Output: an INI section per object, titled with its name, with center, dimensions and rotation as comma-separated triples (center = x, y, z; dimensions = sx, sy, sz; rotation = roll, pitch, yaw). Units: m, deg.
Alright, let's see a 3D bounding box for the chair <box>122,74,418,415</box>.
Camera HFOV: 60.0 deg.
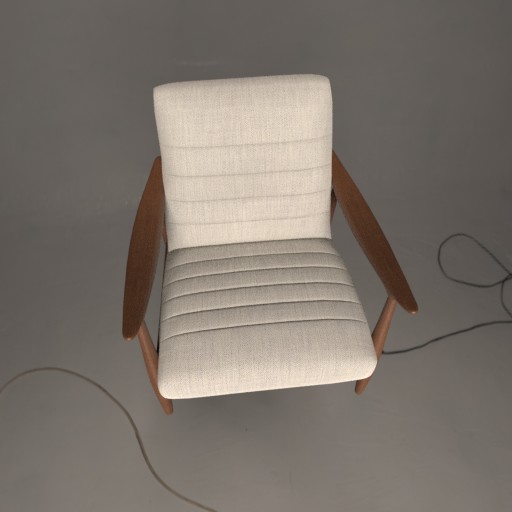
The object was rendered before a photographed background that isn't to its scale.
[chair]
center = 0.000, 0.000, 1.419
dimensions = 0.741, 0.832, 0.798
rotation = -5, 47, -4
